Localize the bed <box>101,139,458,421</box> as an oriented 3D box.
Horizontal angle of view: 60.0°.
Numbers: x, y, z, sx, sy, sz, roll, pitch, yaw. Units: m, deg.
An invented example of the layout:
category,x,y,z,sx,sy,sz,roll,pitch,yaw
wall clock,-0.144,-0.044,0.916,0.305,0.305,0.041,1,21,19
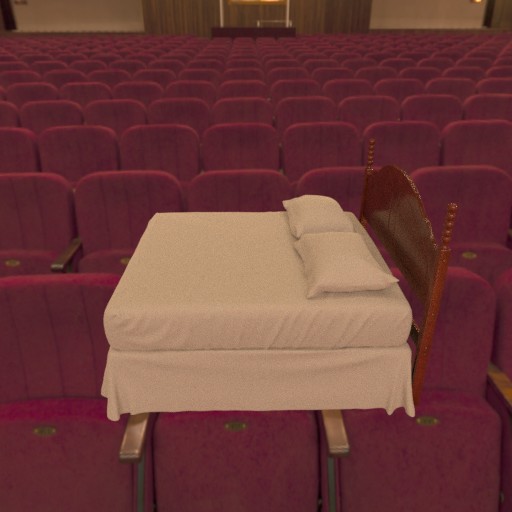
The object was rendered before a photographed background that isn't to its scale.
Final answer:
category,x,y,z,sx,sy,sz,roll,pitch,yaw
bed,0.000,0.000,3.239,2.040,1.356,1.873,-1,26,-1
